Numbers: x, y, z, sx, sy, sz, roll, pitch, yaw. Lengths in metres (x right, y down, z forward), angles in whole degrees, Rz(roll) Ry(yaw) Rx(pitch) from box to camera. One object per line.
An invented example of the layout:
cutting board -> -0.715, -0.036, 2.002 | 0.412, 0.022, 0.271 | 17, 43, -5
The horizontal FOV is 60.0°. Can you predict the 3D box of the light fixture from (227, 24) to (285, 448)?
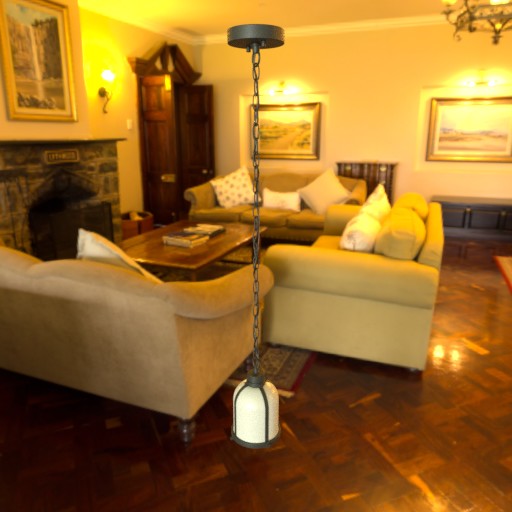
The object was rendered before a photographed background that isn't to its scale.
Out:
light fixture -> 0.000, 0.000, 1.277 | 0.178, 1.181, 0.178 | -8, 17, -26
